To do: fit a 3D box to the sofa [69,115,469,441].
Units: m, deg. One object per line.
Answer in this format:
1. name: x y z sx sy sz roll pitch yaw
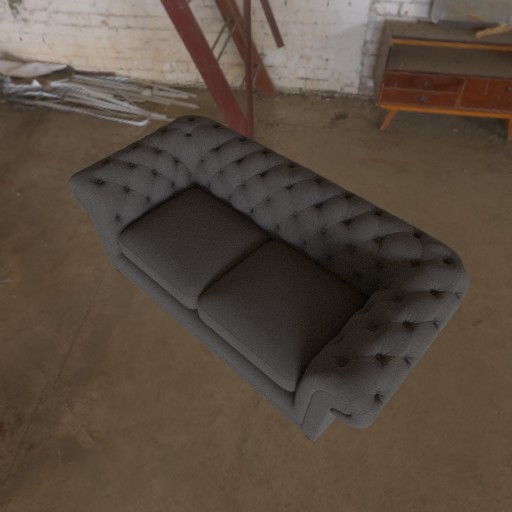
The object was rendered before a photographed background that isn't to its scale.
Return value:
1. sofa: 0.000 0.000 2.455 1.998 0.764 0.986 35 57 27
